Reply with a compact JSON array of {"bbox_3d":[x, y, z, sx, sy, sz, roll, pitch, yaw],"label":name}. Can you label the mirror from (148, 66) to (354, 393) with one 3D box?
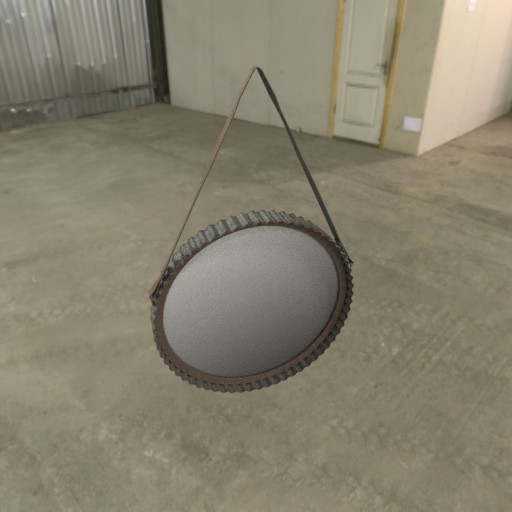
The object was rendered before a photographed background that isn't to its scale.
[{"bbox_3d":[0.000,0.000,0.715,0.355,0.568,0.042,-9,32,-15],"label":"mirror"}]
